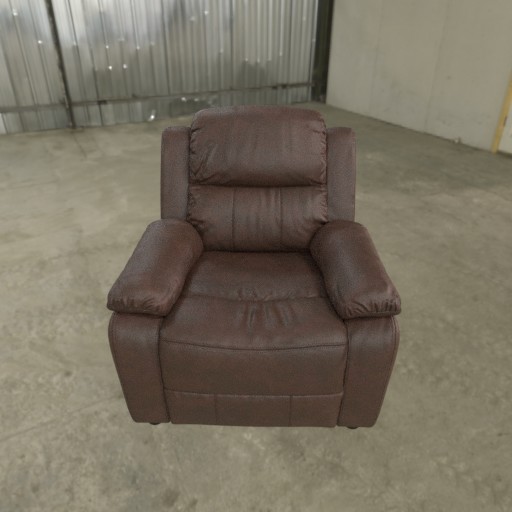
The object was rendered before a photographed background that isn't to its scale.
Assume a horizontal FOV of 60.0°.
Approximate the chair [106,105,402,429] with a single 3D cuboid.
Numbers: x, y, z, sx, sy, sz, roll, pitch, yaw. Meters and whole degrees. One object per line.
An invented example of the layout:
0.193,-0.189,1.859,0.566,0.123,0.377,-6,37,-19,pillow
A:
0.000,0.000,1.252,0.680,0.702,0.707,1,30,1,chair
